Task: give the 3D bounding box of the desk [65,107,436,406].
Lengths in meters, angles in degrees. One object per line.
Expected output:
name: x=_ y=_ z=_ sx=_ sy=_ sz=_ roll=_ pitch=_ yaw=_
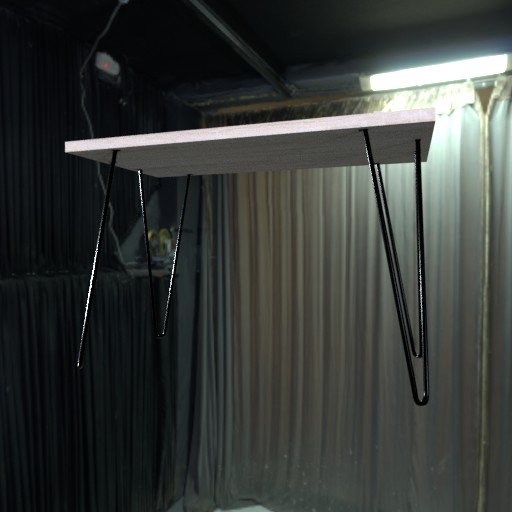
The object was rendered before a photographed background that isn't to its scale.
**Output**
desk: x=0.000 y=0.000 z=1.358 sx=0.991 sy=0.660 sz=0.499 roll=0 pitch=1 yaw=19
